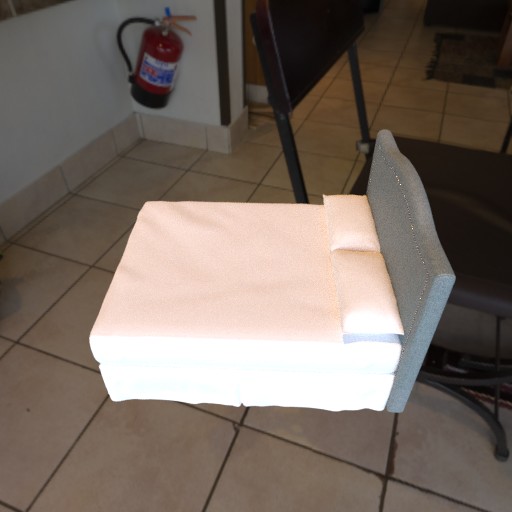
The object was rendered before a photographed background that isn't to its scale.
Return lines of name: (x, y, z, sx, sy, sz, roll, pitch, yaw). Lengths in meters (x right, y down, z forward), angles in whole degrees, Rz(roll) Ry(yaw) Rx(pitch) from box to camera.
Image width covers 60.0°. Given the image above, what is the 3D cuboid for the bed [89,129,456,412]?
bed: (0.000, 0.000, 3.356, 2.143, 1.460, 1.753, 1, 40, 2)
